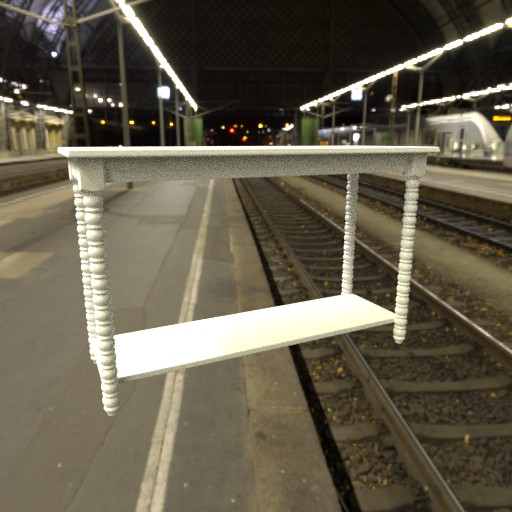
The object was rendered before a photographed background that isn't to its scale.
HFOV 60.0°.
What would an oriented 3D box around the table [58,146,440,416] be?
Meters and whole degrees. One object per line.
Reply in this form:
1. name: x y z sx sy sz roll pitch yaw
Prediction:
1. table: 0.000 0.000 1.551 1.184 0.740 0.459 -7 16 -25
